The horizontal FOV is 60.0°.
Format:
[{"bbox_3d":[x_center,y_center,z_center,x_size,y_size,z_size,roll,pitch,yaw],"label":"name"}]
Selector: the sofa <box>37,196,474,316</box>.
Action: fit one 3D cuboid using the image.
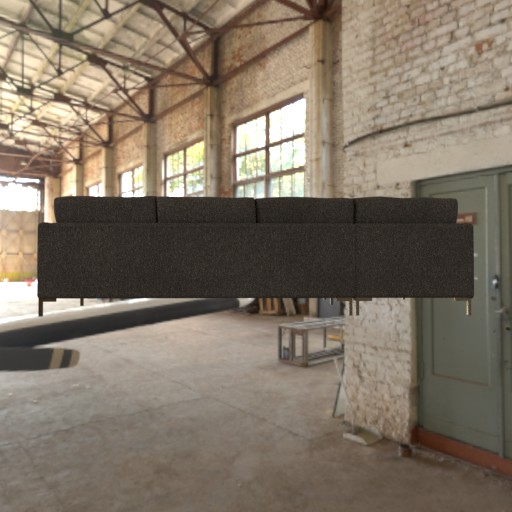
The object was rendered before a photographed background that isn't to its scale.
[{"bbox_3d":[0.000,0.000,3.571,2.932,0.810,1.350,0,-1,-1],"label":"sofa"}]
